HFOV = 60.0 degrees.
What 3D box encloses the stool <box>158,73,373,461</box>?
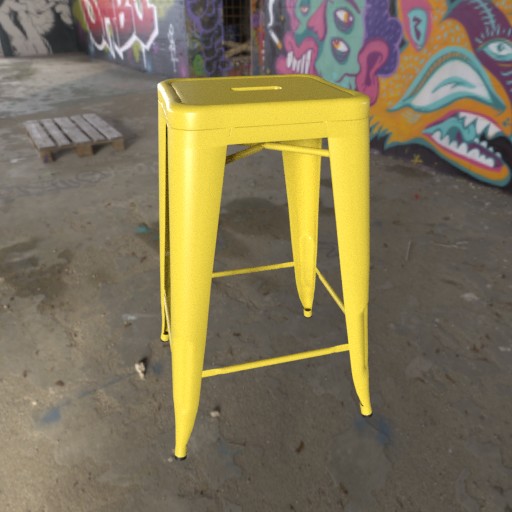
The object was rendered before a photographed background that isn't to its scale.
[{"bbox_3d":[0.000,0.000,0.843,0.399,0.609,0.359,-8,31,-13],"label":"stool"}]
